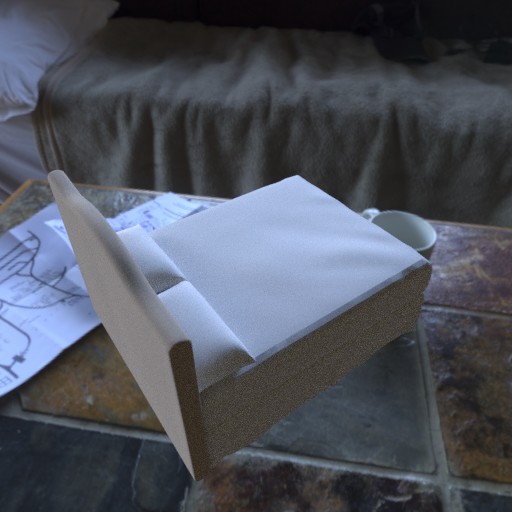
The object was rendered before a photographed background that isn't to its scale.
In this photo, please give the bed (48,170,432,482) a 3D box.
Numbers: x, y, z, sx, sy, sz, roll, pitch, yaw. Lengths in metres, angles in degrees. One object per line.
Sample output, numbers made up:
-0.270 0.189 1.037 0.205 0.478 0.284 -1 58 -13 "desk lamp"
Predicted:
0.000 0.000 3.094 2.052 1.398 1.678 -25 47 -26 "bed"
